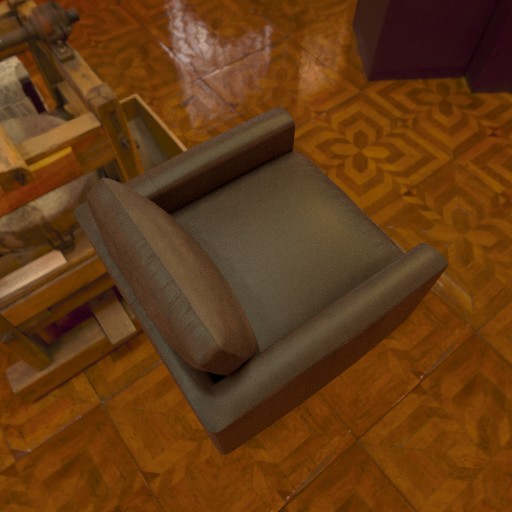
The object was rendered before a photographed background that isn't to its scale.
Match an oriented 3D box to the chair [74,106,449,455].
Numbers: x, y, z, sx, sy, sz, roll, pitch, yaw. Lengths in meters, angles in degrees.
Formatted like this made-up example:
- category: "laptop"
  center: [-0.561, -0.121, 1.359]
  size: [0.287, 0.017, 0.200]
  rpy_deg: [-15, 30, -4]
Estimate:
- category: "chair"
  center: [0.000, 0.000, 1.843]
  size: [1.069, 0.812, 1.100]
  rpy_deg: [-31, 64, -17]
